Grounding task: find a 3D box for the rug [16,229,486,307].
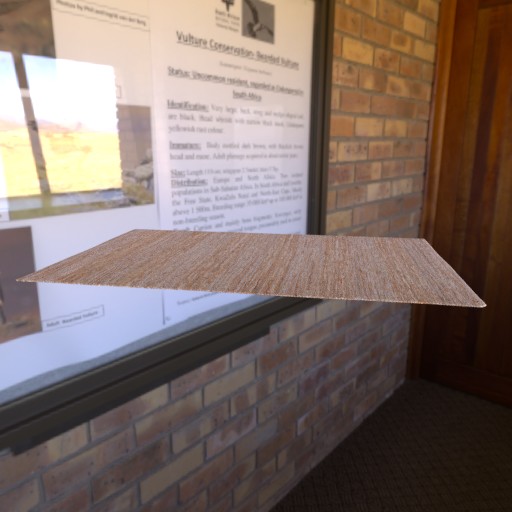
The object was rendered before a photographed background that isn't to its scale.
[{"bbox_3d":[0.000,0.000,2.980,2.446,0.009,1.529,2,14,9],"label":"rug"}]
